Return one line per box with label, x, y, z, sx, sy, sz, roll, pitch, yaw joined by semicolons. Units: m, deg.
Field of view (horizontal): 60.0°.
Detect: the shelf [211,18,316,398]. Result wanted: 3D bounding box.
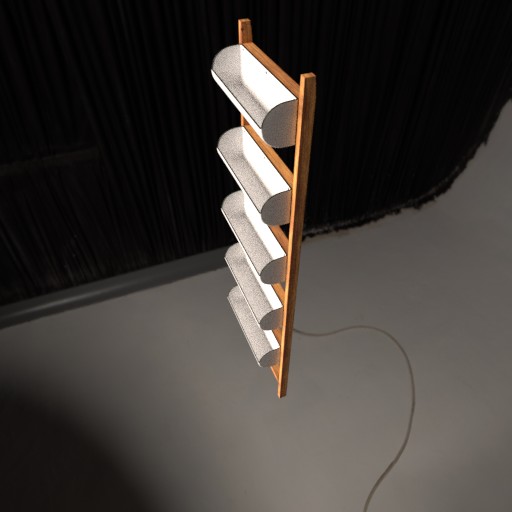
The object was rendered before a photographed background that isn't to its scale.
shelf;0.000;0.000;1.765;0.141;1.600;0.454;-16;47;-15
